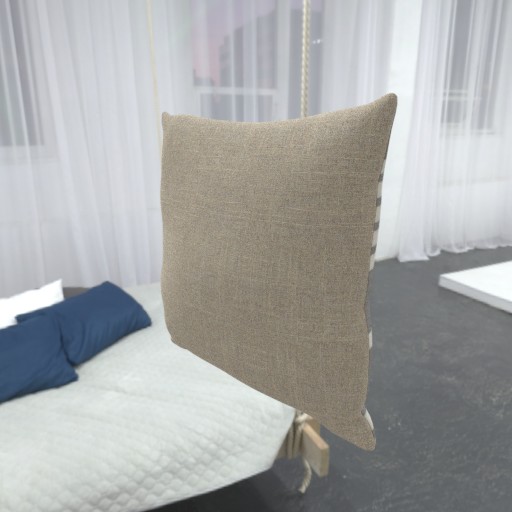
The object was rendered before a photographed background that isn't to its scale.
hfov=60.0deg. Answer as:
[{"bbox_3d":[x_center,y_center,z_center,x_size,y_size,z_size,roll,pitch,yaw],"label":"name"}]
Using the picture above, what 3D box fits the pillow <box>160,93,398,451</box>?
[{"bbox_3d":[0.000,0.000,0.667,0.439,0.440,0.182,15,21,42],"label":"pillow"}]
